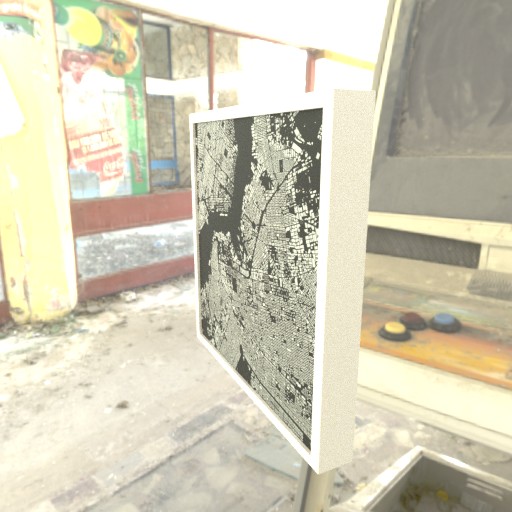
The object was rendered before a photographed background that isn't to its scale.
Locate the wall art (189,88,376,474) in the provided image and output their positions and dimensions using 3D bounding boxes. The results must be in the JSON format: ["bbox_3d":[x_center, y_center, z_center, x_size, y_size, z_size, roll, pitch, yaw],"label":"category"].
[{"bbox_3d":[0.000,0.000,0.474,0.037,0.305,0.305,-7,16,-26],"label":"wall art"}]
